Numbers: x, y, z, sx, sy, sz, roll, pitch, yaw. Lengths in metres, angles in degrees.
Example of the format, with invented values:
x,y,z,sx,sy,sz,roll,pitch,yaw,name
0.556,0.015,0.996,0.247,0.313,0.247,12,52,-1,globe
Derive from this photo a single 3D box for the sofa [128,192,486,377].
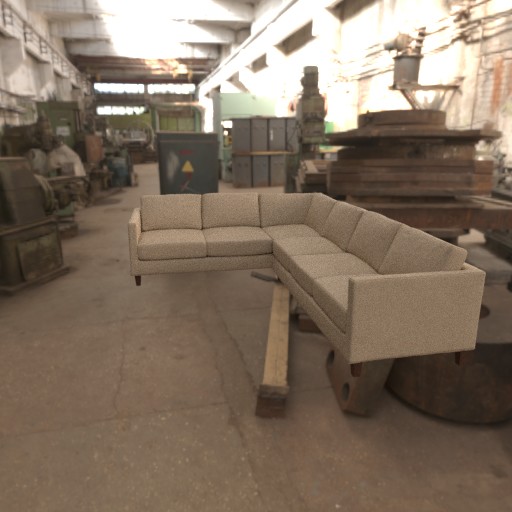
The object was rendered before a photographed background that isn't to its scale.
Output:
x,y,z,sx,sy,sz,roll,pitch,yaw,name
0.000,0.000,4.203,2.432,0.863,3.182,-3,15,-11,sofa
